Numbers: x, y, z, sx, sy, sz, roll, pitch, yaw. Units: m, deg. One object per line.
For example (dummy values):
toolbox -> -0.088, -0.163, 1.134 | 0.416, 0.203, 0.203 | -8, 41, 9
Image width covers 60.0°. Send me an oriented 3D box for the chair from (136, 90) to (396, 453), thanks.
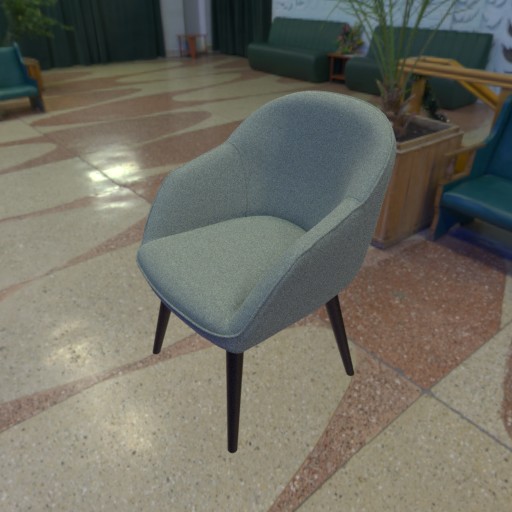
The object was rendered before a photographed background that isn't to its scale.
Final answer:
chair -> 0.000, 0.000, 1.266 | 0.611, 0.810, 0.589 | -21, 38, -31
